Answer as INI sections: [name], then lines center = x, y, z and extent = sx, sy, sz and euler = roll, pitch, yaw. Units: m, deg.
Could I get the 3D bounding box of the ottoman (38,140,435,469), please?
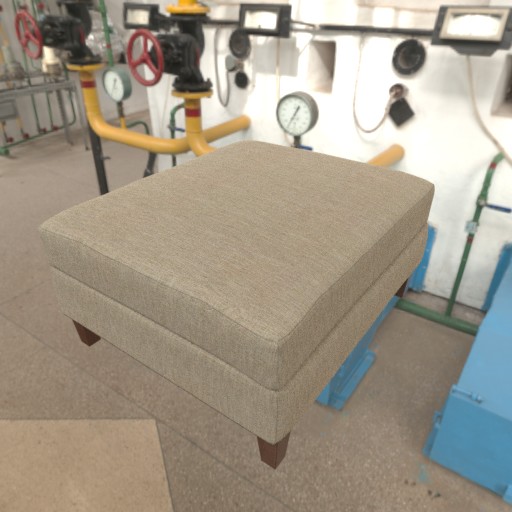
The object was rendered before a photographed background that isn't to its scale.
[ottoman]
center = 0.000, 0.000, 1.443
extent = 0.836, 0.492, 0.976
euler = 21, 37, 30
